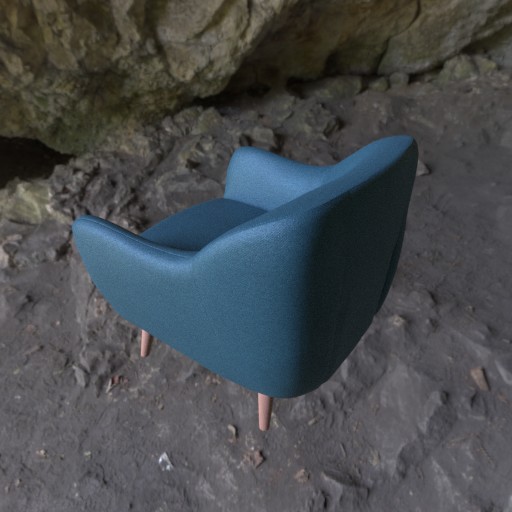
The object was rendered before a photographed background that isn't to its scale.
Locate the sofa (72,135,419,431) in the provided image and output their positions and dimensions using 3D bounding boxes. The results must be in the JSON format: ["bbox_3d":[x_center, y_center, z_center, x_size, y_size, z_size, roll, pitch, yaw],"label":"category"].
[{"bbox_3d":[0.000,0.000,1.470,0.825,0.817,0.836,21,38,30],"label":"sofa"}]
